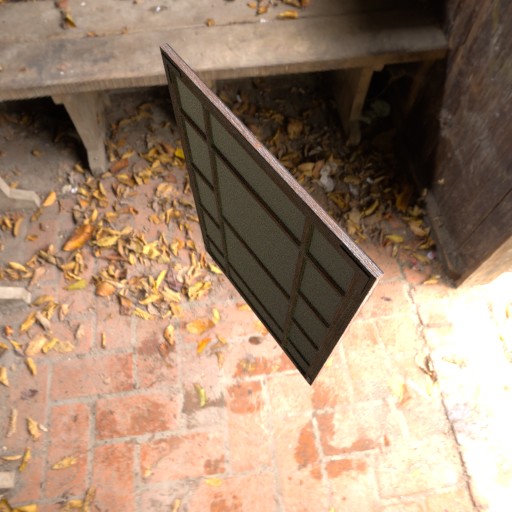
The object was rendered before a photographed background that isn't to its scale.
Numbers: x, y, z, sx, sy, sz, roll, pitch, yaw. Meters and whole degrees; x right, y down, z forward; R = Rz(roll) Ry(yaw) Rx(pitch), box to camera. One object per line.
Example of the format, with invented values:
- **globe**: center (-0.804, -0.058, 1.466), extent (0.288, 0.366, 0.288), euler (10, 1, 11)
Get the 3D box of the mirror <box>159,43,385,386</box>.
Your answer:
- **mirror**: center (0.000, 0.000, 1.314), extent (0.025, 0.996, 0.705), euler (-33, 68, -15)
